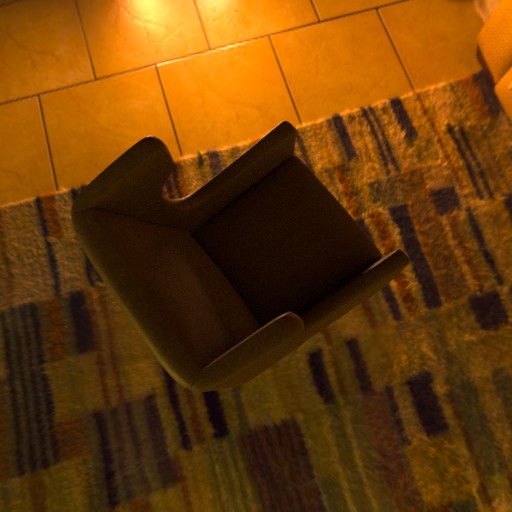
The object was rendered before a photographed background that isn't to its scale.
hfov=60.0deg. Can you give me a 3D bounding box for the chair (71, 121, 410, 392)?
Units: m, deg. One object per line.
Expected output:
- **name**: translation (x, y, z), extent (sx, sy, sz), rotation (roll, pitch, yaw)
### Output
- **chair**: translation (0.000, 0.000, 1.687), extent (0.899, 1.079, 0.769), rotation (-36, 78, -9)
